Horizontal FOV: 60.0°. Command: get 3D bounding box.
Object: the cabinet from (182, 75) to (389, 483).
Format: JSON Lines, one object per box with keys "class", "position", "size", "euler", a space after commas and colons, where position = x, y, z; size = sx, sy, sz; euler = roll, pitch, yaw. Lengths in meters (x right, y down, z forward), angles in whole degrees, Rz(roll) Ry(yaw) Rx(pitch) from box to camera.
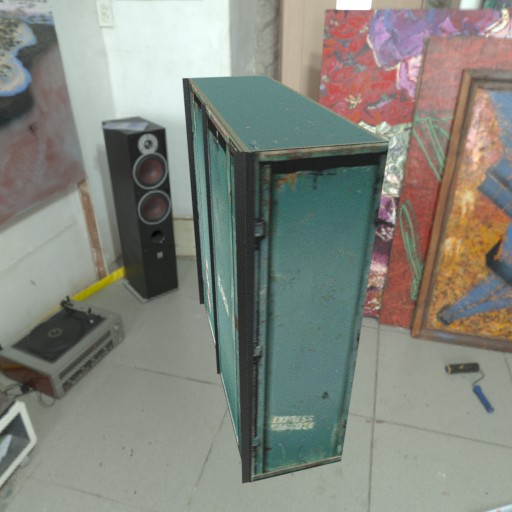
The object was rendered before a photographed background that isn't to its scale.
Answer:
{"class": "cabinet", "position": [0.000, 0.000, 3.208], "size": [0.680, 2.160, 2.000], "euler": [-7, 31, -12]}
